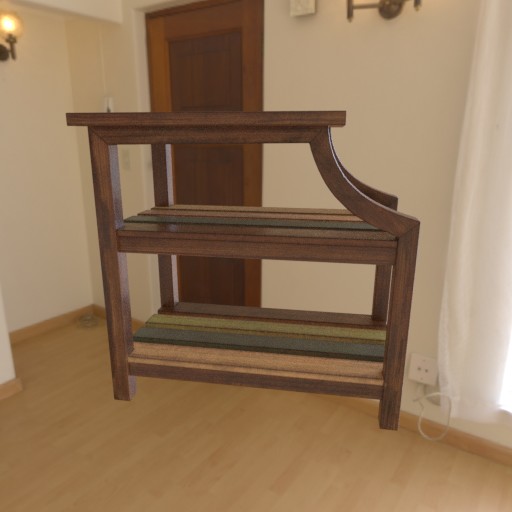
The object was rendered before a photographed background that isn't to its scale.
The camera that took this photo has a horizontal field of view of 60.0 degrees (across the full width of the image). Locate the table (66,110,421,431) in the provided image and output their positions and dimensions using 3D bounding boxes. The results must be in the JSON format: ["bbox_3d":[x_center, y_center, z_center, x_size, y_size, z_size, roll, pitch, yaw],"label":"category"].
[{"bbox_3d":[0.000,0.000,0.965,0.609,0.584,0.356,3,16,10],"label":"table"}]
